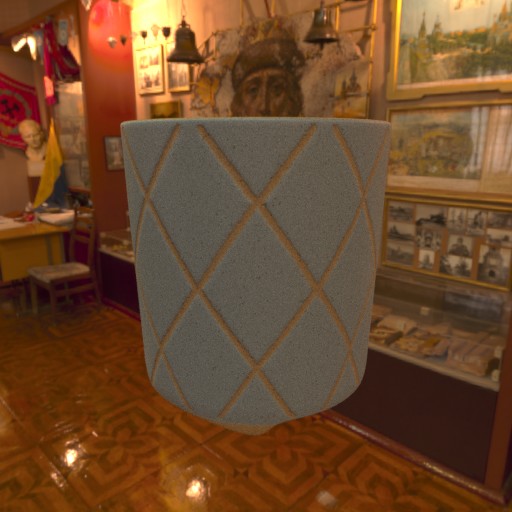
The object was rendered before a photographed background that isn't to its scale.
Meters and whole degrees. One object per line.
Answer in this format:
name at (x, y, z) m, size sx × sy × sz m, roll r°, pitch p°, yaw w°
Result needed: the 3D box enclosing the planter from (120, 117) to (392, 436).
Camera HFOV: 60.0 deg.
planter at (0.000, 0.000, 0.349) m, size 0.191 × 0.200 × 0.191 m, roll 0°, pitch 14°, yaw 0°
